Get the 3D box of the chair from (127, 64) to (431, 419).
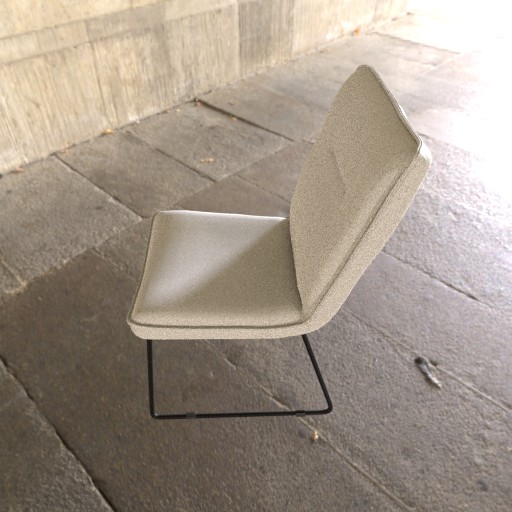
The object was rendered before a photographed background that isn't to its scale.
[{"bbox_3d":[0.000,0.000,1.301,0.688,0.930,0.515,-1,41,-1],"label":"chair"}]
